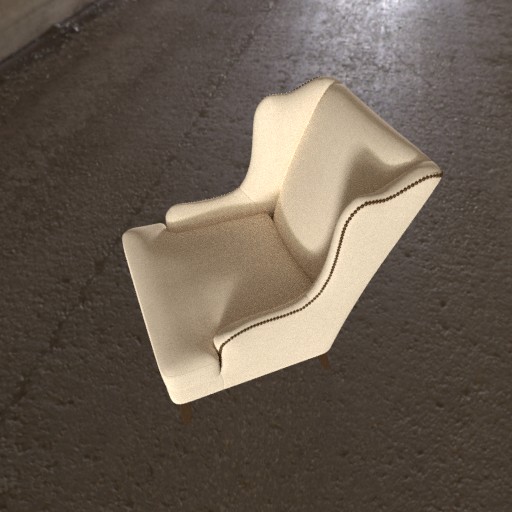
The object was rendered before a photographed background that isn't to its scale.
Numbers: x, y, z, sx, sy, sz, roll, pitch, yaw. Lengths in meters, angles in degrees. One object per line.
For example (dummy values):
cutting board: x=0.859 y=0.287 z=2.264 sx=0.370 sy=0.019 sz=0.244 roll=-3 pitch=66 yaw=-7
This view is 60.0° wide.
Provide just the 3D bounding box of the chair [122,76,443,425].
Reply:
chair: x=0.000 y=0.000 z=1.725 sx=0.940 sy=1.029 sz=0.737 roll=-17 pitch=49 yaw=-15
